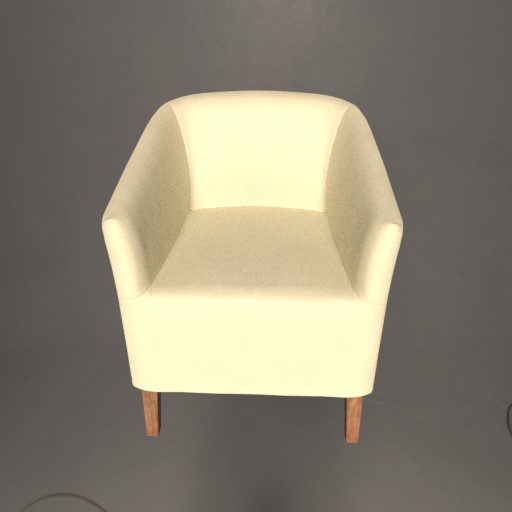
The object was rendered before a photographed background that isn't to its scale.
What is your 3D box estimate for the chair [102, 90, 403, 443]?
[{"bbox_3d":[0.000,0.000,1.306,0.643,0.822,0.657,1,30,2],"label":"chair"}]
